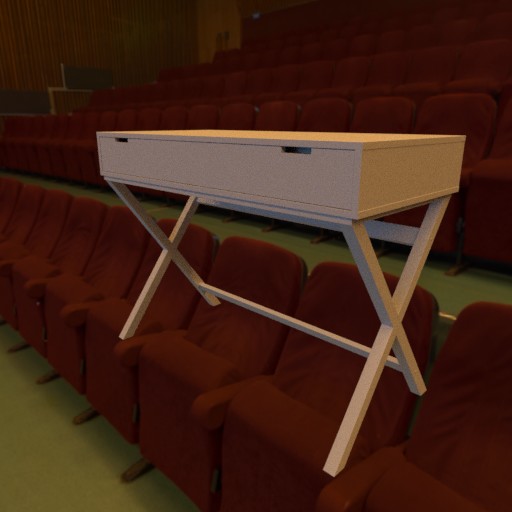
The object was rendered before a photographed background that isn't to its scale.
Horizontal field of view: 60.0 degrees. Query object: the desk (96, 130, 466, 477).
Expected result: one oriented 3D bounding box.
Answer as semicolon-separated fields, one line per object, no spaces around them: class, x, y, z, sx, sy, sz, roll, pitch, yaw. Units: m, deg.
desk;0.000;0.000;1.465;1.059;0.780;0.509;16;23;42
